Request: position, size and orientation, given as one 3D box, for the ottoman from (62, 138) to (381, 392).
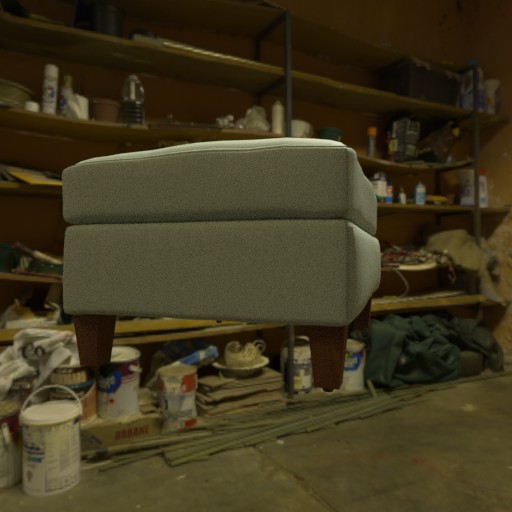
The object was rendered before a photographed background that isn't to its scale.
[{"bbox_3d":[0.000,0.000,1.225,0.634,0.496,0.818,0,0,18],"label":"ottoman"}]
